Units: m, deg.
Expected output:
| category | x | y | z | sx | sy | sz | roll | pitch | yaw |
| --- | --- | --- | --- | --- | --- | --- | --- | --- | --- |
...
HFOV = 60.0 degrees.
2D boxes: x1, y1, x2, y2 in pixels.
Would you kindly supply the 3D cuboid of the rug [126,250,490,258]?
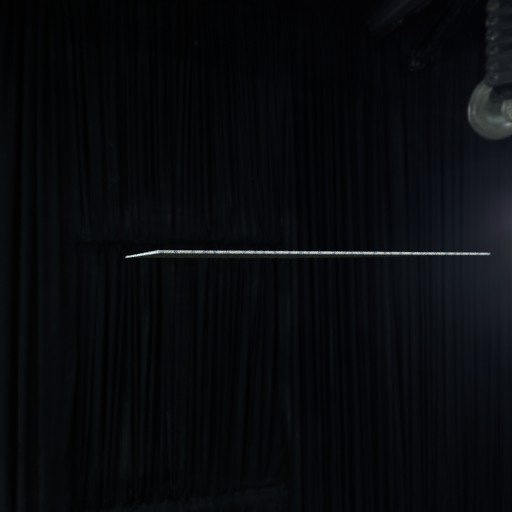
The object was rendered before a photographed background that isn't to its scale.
| category | x | y | z | sx | sy | sz | roll | pitch | yaw |
| --- | --- | --- | --- | --- | --- | --- | --- | --- | --- |
| rug | 0.000 | 0.000 | 2.317 | 1.220 | 0.008 | 1.824 | 0 | -1 | -19 |
